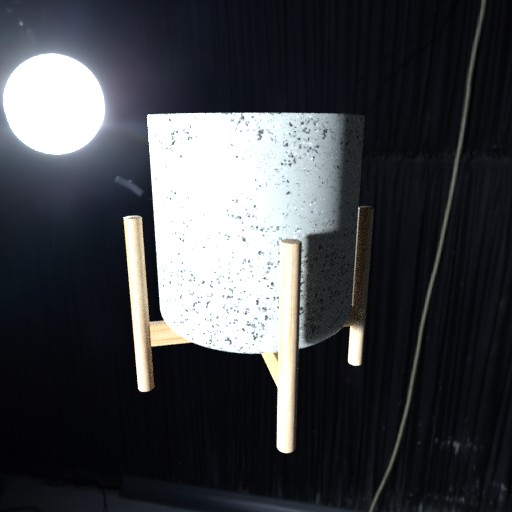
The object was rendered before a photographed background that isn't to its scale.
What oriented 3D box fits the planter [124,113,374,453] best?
[{"bbox_3d":[0.000,0.000,0.694,0.360,0.419,0.360,3,17,9],"label":"planter"}]
